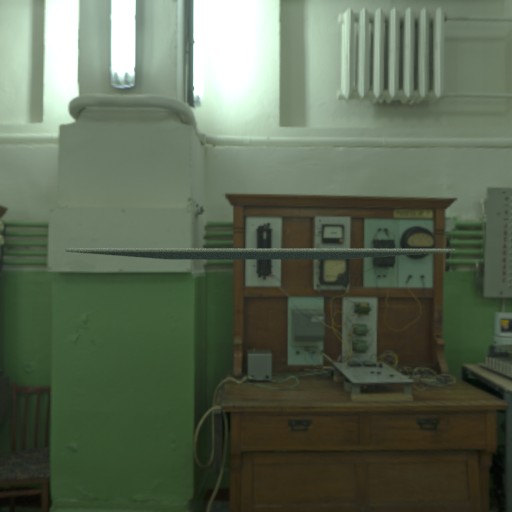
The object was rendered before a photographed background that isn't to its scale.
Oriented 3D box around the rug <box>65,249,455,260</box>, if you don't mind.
[{"bbox_3d":[0.000,0.000,2.847,1.532,0.017,2.244,0,-1,-1],"label":"rug"}]
